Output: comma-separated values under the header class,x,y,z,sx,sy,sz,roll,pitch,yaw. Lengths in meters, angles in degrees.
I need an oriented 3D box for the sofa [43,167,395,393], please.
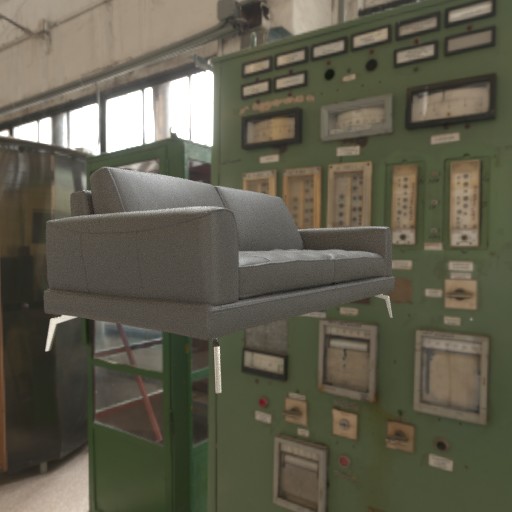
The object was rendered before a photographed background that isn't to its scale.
class,x,y,z,sx,sy,sz,roll,pitch,yaw
sofa,0.000,0.000,2.735,1.121,0.930,2.177,1,1,34
